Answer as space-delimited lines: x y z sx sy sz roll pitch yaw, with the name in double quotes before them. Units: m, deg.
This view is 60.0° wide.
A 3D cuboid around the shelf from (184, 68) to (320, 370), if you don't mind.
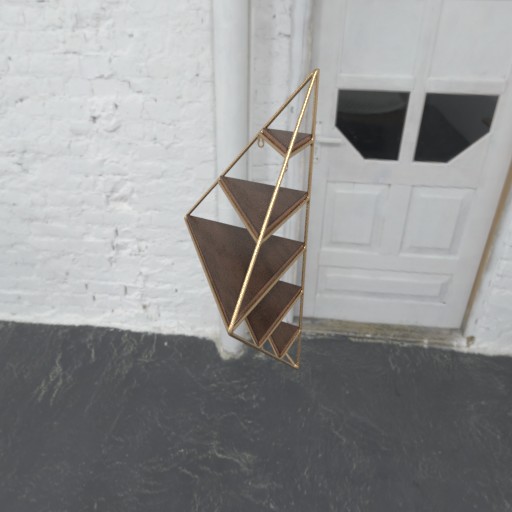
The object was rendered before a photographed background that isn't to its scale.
"shelf" 0.000 0.000 1.176 0.294 0.913 0.564 -9 32 -15
